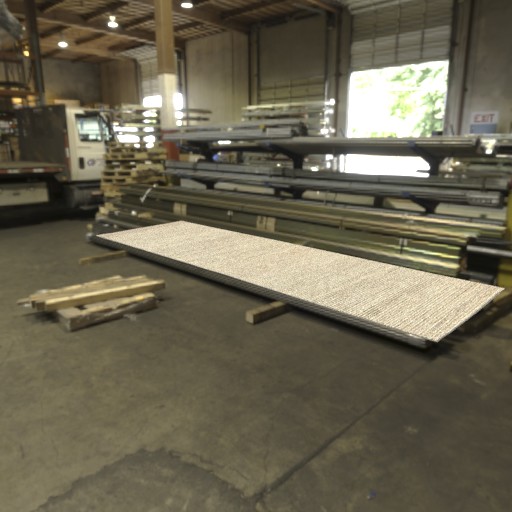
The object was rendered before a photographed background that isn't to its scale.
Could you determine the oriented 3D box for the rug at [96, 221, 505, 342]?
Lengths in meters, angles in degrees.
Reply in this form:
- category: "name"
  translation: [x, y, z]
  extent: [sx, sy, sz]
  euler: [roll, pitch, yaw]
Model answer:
- category: "rug"
  translation: [0.000, 0.000, 2.520]
  extent: [2.390, 0.014, 0.741]
  euler: [14, 20, 42]
